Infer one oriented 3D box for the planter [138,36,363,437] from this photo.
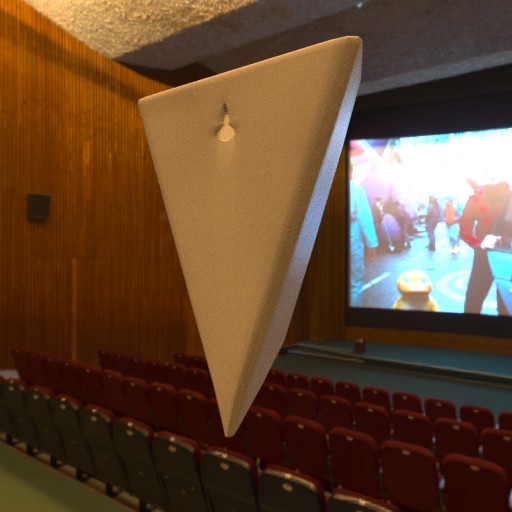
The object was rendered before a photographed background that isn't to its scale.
[{"bbox_3d":[0.000,0.000,0.262,0.150,0.197,0.060,0,0,35],"label":"planter"}]
